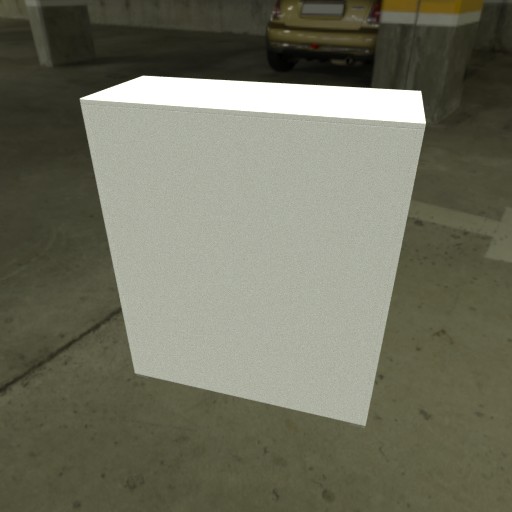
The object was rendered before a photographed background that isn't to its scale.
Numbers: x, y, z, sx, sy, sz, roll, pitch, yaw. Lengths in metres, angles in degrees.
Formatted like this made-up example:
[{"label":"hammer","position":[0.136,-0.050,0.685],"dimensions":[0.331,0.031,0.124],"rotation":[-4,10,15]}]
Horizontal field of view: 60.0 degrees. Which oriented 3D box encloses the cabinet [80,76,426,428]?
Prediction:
[{"label":"cabinet","position":[0.000,0.000,1.705],"dimensions":[1.000,1.190,0.400],"rotation":[9,33,13]}]
